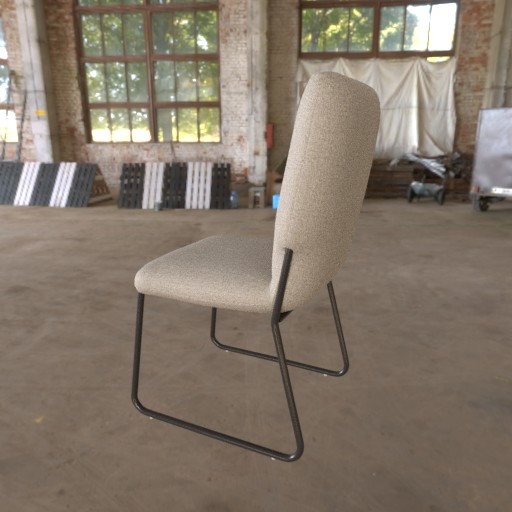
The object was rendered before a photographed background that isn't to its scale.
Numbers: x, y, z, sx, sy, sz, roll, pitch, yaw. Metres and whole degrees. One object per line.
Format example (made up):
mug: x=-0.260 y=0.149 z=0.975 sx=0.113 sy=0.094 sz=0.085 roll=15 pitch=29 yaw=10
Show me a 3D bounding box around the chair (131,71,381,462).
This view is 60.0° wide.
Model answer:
chair: x=0.000 y=0.000 z=1.188 sx=0.560 sy=0.864 sz=0.448 roll=8 pitch=18 yaw=25
